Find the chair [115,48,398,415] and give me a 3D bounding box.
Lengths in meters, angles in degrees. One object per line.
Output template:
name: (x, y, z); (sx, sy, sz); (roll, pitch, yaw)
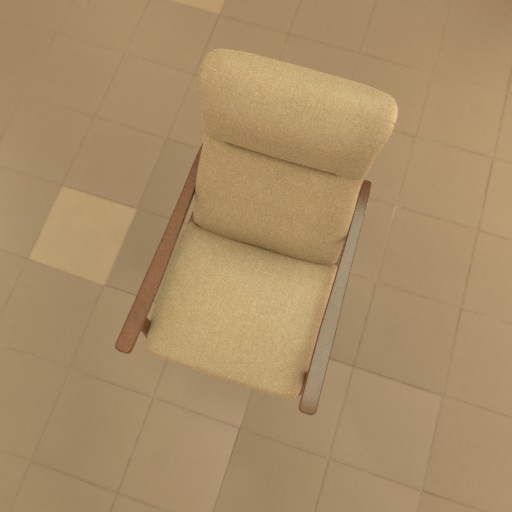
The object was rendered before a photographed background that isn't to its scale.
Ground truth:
chair: (0.000, 0.000, 1.792); (0.762, 1.082, 1.030); (17, 76, 4)
